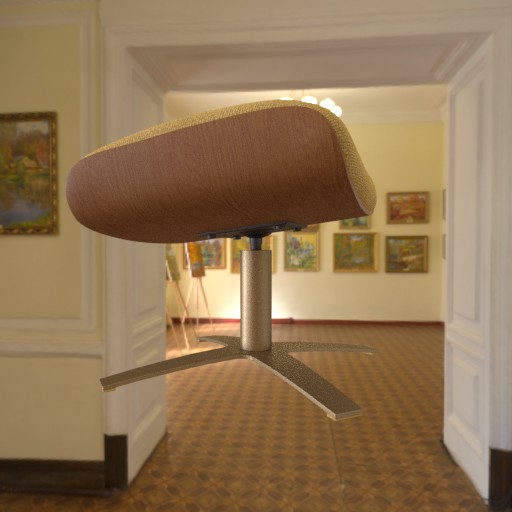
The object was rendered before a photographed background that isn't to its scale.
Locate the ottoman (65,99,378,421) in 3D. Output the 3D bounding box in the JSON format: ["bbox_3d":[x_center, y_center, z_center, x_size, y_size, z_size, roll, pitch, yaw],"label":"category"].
[{"bbox_3d":[0.000,0.000,0.772,0.394,0.391,0.520,0,1,19],"label":"ottoman"}]
